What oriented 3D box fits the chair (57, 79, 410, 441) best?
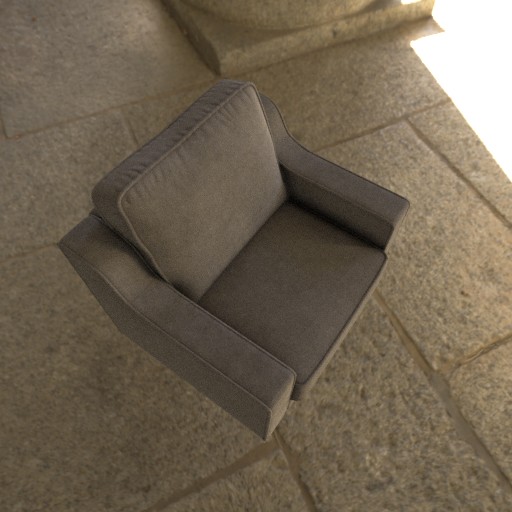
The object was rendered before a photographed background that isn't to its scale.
[{"bbox_3d":[0.000,0.000,1.650,0.840,0.944,0.926,31,63,18],"label":"chair"}]
